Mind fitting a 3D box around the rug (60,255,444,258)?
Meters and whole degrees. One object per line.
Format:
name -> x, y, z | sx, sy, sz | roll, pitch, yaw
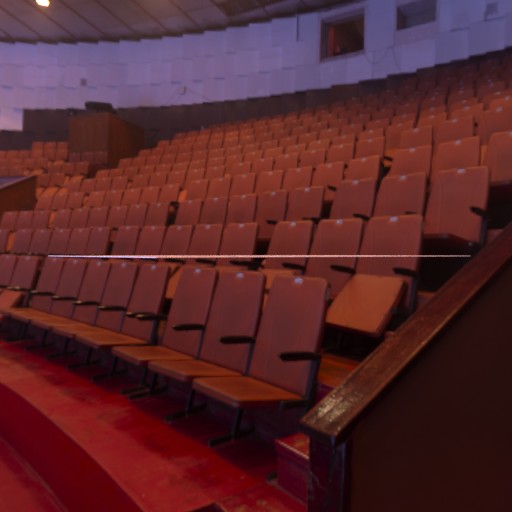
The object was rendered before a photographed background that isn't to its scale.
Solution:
rug -> 0.000, 0.000, 4.109 | 3.067, 0.005, 2.454 | 0, 0, -37
